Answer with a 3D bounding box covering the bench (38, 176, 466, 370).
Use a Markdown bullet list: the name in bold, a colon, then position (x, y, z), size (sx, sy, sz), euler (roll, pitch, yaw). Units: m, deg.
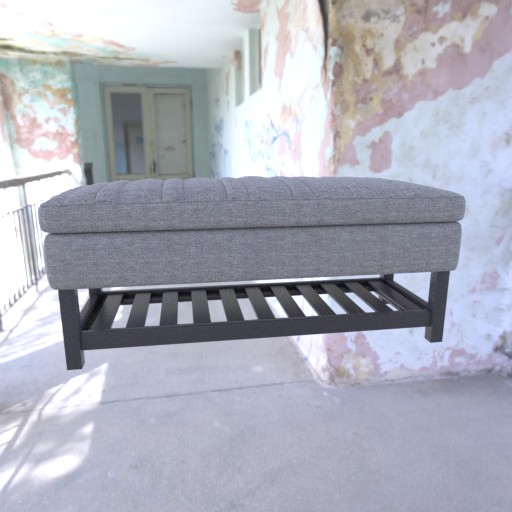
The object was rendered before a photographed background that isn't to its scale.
- **bench**: position (0.000, 0.000, 1.334), size (1.100, 0.470, 0.429), euler (-2, 14, -9)
